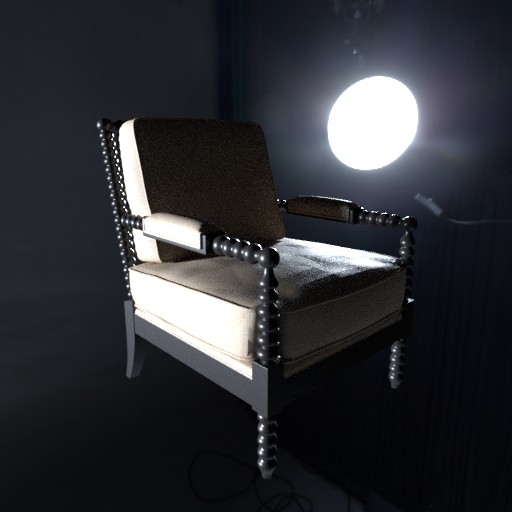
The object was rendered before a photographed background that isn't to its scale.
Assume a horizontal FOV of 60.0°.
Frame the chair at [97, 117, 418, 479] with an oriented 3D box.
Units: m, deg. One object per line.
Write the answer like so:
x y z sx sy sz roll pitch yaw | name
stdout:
0.000 0.000 1.158 0.555 0.703 0.657 -13 19 -41 | chair
